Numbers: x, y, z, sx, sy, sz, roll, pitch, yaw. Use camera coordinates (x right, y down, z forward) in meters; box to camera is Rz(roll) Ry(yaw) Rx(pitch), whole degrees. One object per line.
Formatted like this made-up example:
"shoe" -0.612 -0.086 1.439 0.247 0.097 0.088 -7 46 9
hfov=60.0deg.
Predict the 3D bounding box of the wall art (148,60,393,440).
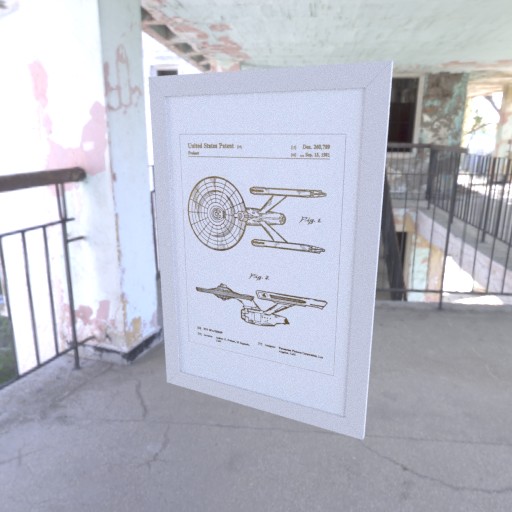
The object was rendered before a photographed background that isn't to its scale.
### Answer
"wall art" 0.000 0.000 0.845 0.454 0.659 0.011 8 17 25
